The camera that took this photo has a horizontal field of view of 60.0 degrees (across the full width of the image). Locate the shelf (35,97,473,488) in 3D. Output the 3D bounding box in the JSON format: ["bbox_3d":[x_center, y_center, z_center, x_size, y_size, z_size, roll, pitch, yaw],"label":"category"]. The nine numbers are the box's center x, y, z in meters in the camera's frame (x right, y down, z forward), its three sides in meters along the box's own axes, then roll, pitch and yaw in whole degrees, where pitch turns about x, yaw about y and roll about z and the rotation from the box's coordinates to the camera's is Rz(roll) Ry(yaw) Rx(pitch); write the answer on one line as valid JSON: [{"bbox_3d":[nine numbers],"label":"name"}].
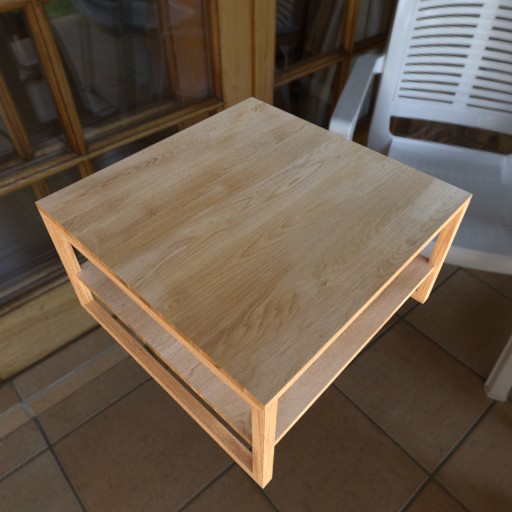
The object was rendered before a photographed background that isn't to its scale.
[{"bbox_3d":[0.000,0.000,1.456,0.899,0.480,0.899,34,55,29],"label":"shelf"}]
